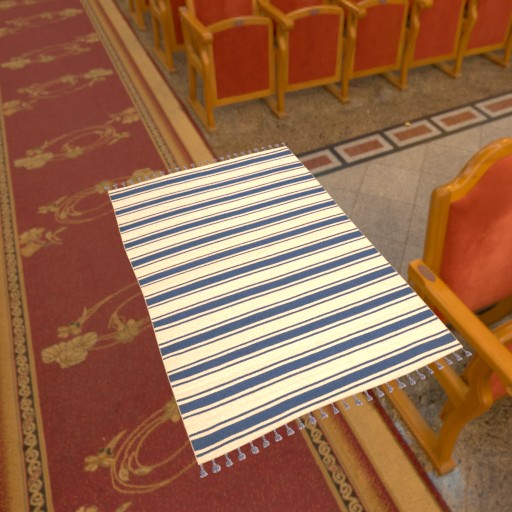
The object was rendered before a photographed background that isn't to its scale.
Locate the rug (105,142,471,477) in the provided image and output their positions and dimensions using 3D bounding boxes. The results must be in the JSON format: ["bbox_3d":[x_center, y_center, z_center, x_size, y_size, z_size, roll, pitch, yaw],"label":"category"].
[{"bbox_3d":[0.000,0.000,2.901,1.544,0.010,2.315,-18,49,-16],"label":"rug"}]
